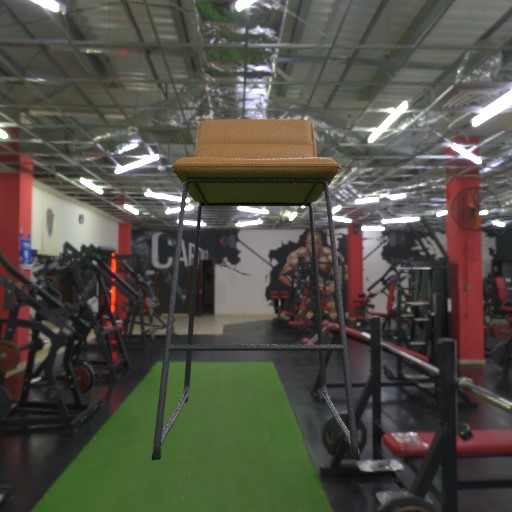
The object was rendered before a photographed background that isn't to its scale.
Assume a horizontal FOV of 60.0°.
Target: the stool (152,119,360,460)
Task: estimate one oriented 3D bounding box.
[{"bbox_3d":[0.000,0.000,1.245,0.489,0.936,0.524,0,-2,0],"label":"stool"}]
